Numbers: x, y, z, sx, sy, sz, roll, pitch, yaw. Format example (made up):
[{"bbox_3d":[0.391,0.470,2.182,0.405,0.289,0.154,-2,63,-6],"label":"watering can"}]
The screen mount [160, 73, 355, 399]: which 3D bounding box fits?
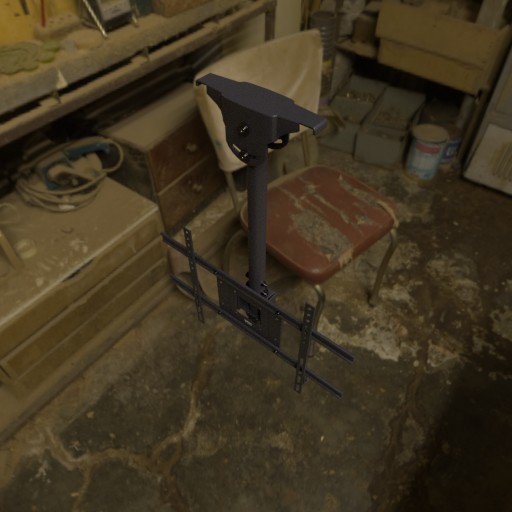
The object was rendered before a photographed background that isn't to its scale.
[{"bbox_3d":[0.000,0.000,1.024,0.595,0.775,0.090,31,55,25],"label":"screen mount"}]
